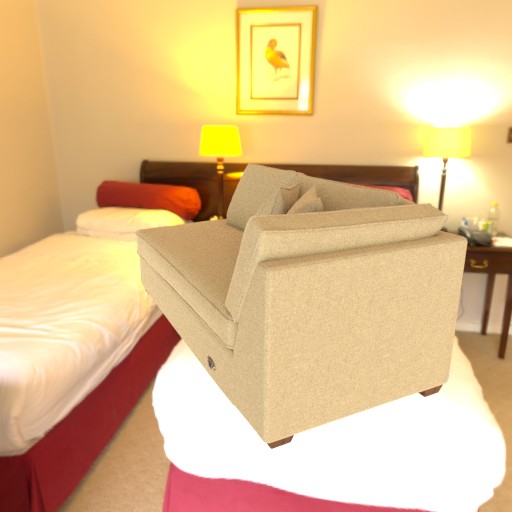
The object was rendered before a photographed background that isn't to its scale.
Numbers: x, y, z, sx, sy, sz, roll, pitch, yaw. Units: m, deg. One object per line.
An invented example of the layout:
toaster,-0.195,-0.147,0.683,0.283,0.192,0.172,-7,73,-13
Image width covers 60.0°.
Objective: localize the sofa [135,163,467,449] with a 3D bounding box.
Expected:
sofa,0.000,0.000,2.849,1.110,1.033,2.237,-8,18,-26
